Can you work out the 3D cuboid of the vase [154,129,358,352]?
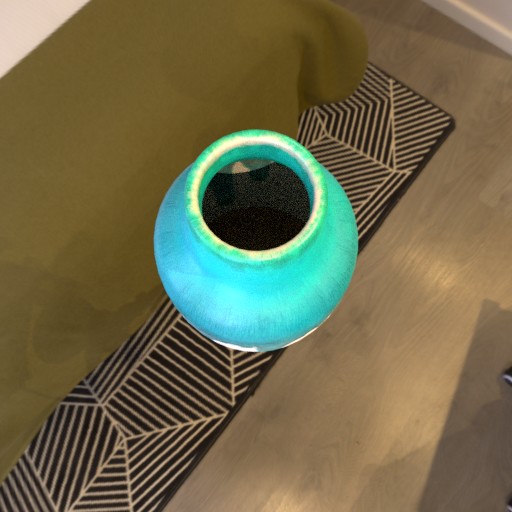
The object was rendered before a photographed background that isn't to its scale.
[{"bbox_3d":[0.000,0.000,0.254,0.106,0.192,0.106,0,76,0],"label":"vase"}]
